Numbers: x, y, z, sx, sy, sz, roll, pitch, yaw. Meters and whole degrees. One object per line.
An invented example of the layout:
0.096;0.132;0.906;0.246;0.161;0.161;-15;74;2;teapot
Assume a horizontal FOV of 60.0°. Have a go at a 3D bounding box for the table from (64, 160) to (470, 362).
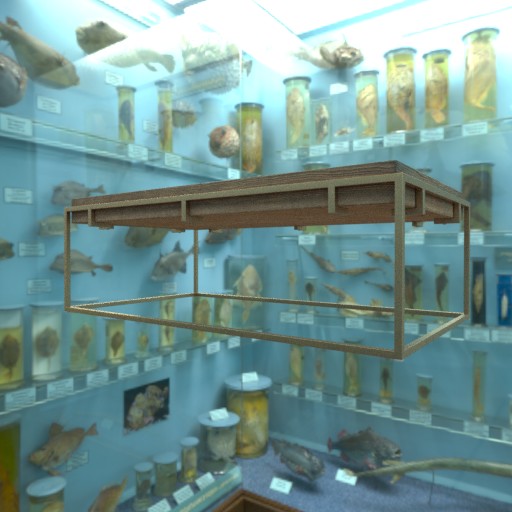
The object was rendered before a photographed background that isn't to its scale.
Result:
0.000;0.000;1.726;1.387;0.468;0.775;0;1;36;table
